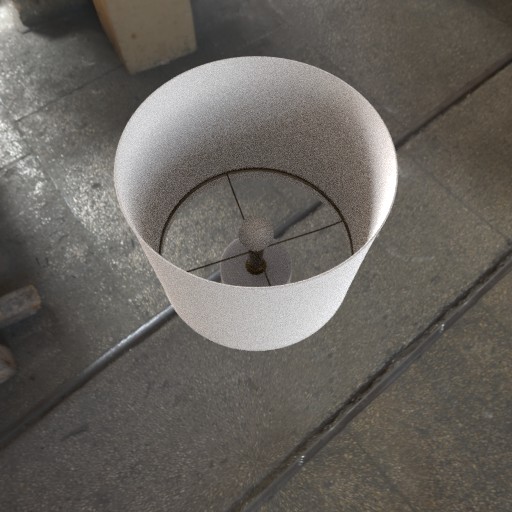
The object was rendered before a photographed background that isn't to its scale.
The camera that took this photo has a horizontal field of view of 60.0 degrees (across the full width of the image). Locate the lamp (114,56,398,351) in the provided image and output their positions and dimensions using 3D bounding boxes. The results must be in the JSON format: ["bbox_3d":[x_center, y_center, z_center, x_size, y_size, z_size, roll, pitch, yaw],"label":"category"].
[{"bbox_3d":[0.000,0.000,0.532,0.229,0.380,0.229,0,65,0],"label":"lamp"}]
